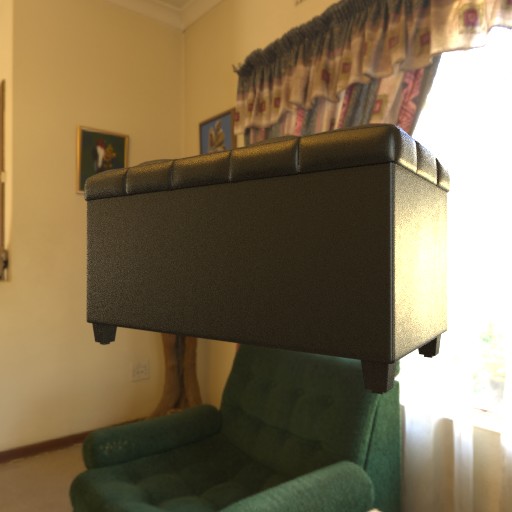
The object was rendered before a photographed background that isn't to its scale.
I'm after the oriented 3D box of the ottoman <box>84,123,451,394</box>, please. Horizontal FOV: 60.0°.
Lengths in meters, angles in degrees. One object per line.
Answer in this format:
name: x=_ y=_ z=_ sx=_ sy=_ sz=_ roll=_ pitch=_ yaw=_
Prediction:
ottoman: x=0.000 y=0.000 z=1.110 sx=0.838 sy=0.470 sz=0.432 roll=0 pitch=0 yaw=35
